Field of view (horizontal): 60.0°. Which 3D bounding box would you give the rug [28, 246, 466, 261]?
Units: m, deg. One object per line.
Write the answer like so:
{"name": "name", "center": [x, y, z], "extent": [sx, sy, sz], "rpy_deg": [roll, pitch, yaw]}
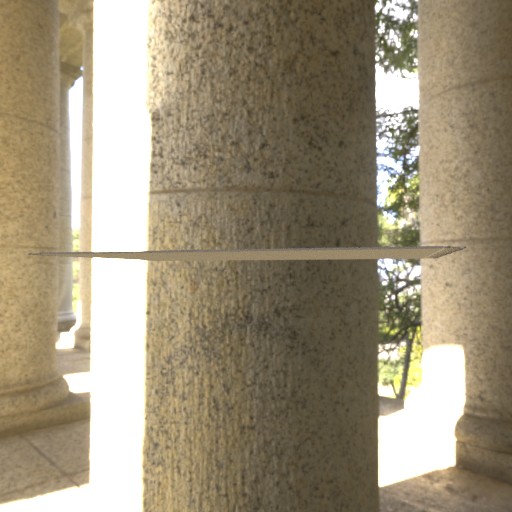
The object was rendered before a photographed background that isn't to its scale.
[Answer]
{"name": "rug", "center": [0.000, 0.000, 3.084], "extent": [2.486, 0.013, 1.548], "rpy_deg": [-1, -2, 17]}
